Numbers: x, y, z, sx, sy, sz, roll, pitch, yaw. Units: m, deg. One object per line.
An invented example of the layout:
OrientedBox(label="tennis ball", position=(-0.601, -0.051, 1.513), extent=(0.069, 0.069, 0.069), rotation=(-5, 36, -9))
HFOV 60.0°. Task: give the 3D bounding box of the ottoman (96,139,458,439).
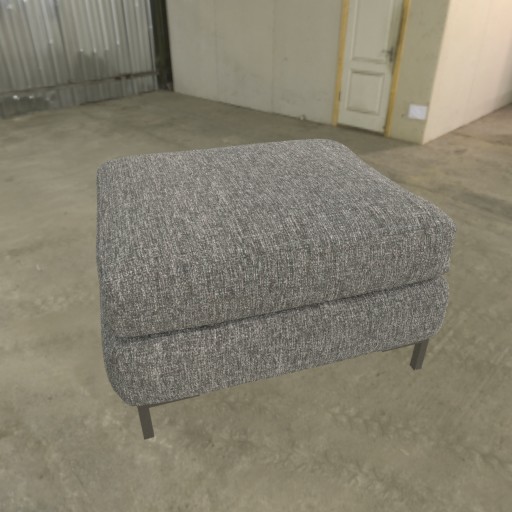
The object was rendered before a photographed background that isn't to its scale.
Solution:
OrientedBox(label="ottoman", position=(0.000, 0.000, 1.217), extent=(0.828, 0.480, 0.683), rotation=(-9, 33, -15))
